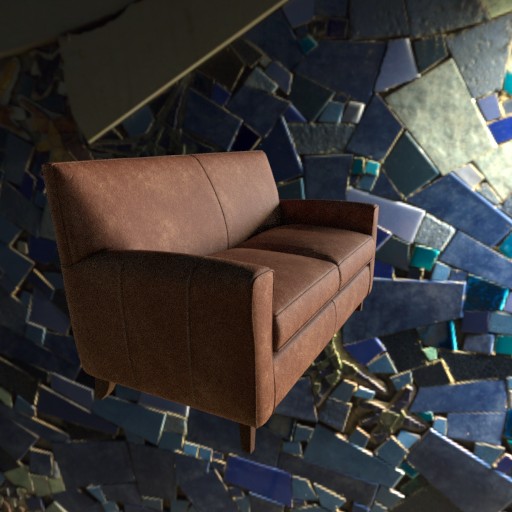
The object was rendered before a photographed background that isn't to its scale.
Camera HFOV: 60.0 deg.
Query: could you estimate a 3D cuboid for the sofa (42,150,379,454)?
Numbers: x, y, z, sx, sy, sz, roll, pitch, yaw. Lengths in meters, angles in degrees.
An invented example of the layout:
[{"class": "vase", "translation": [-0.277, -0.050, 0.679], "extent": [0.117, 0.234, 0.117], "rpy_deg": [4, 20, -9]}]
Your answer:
[{"class": "sofa", "translation": [0.000, 0.000, 1.973], "extent": [0.787, 0.871, 1.473], "rpy_deg": [8, 17, 27]}]
